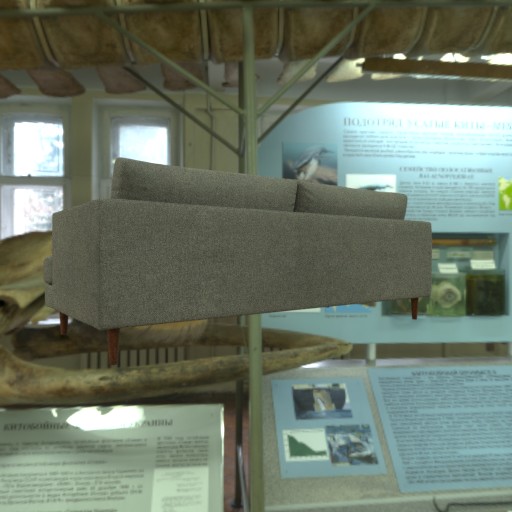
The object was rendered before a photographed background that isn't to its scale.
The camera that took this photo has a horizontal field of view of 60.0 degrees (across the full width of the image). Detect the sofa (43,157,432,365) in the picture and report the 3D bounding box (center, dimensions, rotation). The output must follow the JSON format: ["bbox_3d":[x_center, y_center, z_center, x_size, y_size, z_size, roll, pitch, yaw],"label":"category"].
[{"bbox_3d":[0.000,0.000,2.754,2.250,0.868,1.020,0,1,-36],"label":"sofa"}]
